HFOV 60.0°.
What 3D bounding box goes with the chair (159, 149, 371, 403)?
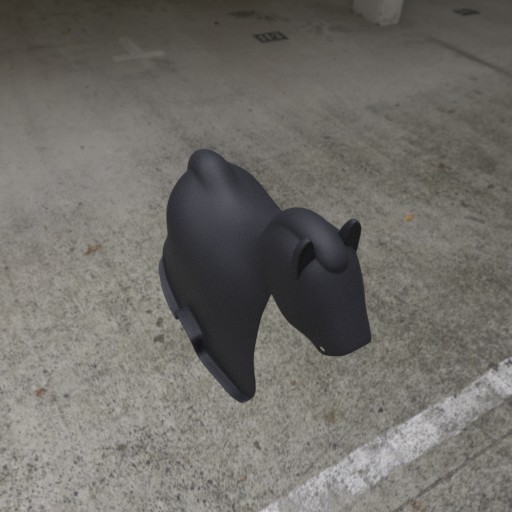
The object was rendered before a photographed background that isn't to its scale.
[{"bbox_3d":[0.000,0.000,1.157,0.429,0.612,0.800,-22,50,-20],"label":"chair"}]
